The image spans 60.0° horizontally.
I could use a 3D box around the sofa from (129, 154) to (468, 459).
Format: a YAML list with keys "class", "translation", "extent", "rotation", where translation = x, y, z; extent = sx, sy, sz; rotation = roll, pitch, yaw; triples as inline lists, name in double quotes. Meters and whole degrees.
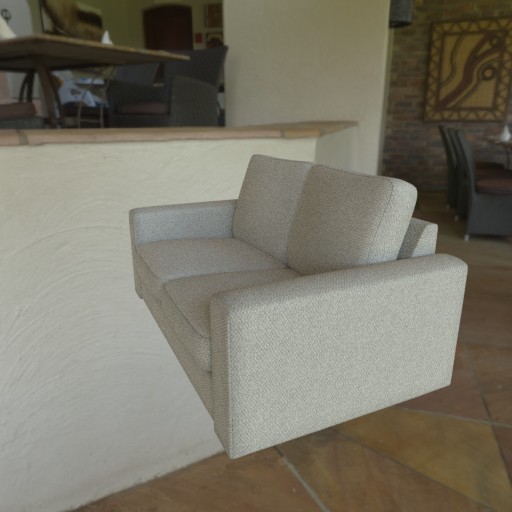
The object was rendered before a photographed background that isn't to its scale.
- class: "sofa"
  translation: [0.000, 0.000, 2.185]
  extent: [1.016, 0.873, 1.616]
  rotation: [-8, 19, -24]
